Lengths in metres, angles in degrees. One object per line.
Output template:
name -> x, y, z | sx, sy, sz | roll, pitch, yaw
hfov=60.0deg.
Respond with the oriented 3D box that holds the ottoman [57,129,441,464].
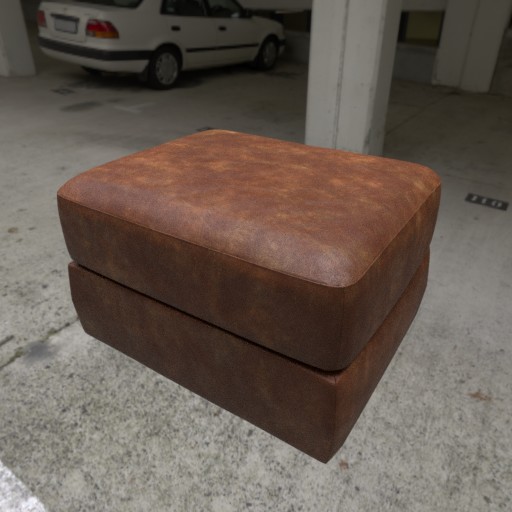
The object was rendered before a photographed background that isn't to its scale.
ottoman -> 0.000, 0.000, 1.110 | 0.751, 0.476, 0.603 | 18, 35, 28
